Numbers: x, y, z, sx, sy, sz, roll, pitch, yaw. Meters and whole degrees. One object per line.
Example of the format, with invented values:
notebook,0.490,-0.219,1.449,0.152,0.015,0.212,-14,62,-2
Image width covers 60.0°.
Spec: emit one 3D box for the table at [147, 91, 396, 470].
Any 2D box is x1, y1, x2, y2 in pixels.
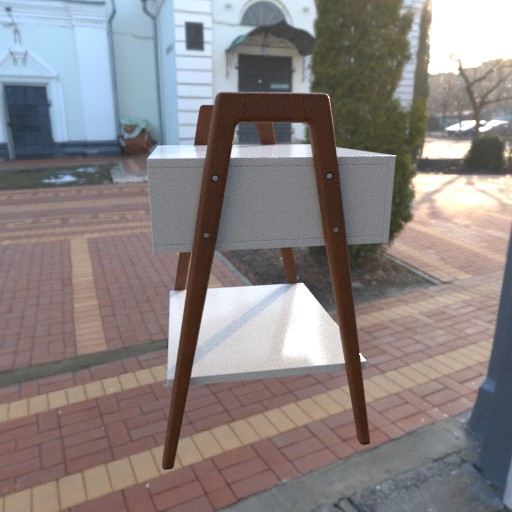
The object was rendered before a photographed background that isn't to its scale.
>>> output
table,0.000,0.000,0.919,0.405,0.610,0.457,-3,17,-9
